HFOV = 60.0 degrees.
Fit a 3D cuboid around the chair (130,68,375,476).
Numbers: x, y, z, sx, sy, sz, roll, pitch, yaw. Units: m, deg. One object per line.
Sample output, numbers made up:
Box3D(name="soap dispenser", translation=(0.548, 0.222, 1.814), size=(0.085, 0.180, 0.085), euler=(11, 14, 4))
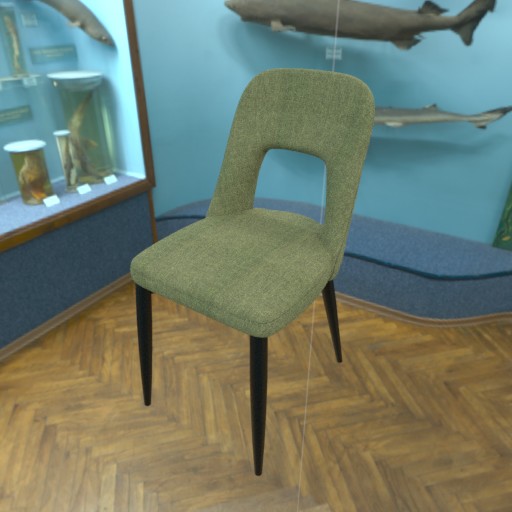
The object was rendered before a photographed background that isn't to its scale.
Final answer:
Box3D(name="chair", translation=(0.000, 0.000, 1.263), size=(0.470, 0.931, 0.612), euler=(19, 35, 29))
